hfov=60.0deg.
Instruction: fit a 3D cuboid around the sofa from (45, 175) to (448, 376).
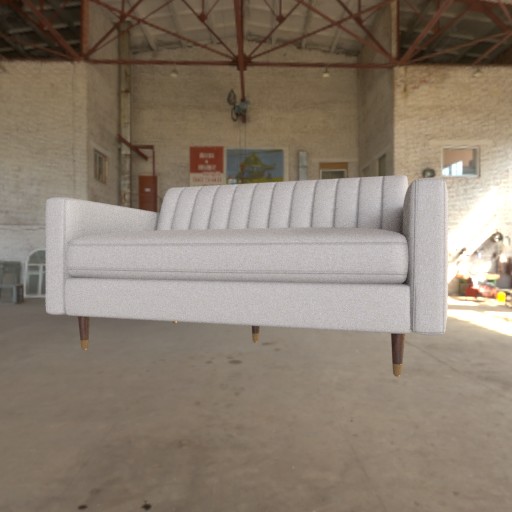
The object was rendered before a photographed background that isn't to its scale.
[{"bbox_3d":[0.000,0.000,2.051,1.585,0.801,0.950,0,0,19],"label":"sofa"}]
